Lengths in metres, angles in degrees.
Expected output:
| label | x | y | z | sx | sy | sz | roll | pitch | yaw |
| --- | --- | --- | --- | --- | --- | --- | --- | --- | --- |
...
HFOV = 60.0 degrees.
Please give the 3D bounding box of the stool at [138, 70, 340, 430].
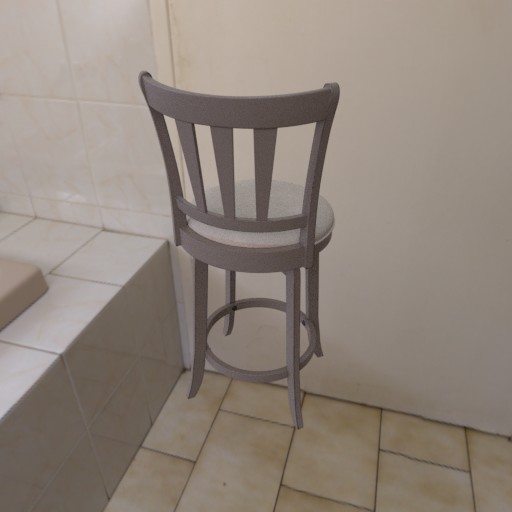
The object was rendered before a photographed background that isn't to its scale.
| label | x | y | z | sx | sy | sz | roll | pitch | yaw |
| --- | --- | --- | --- | --- | --- | --- | --- | --- | --- |
| stool | 0.000 | 0.000 | 1.282 | 0.436 | 1.023 | 0.475 | 10 | 33 | 16 |
